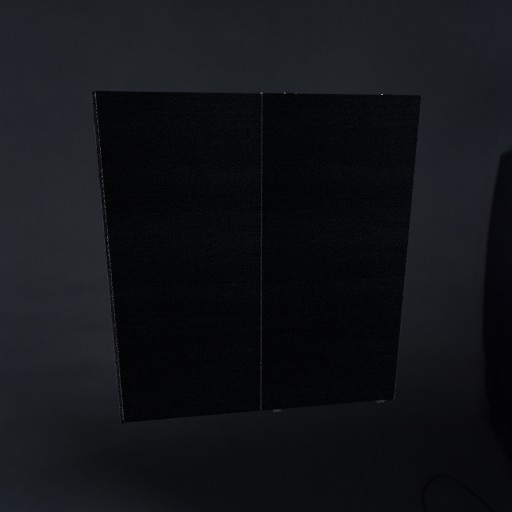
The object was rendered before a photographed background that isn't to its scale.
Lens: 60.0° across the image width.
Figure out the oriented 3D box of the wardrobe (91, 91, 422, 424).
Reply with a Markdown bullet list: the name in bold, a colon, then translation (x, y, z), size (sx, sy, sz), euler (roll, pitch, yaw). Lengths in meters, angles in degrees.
- **wardrobe**: translation (0.000, 0.000, 2.895), size (1.780, 1.960, 0.629), euler (-2, 15, -8)
